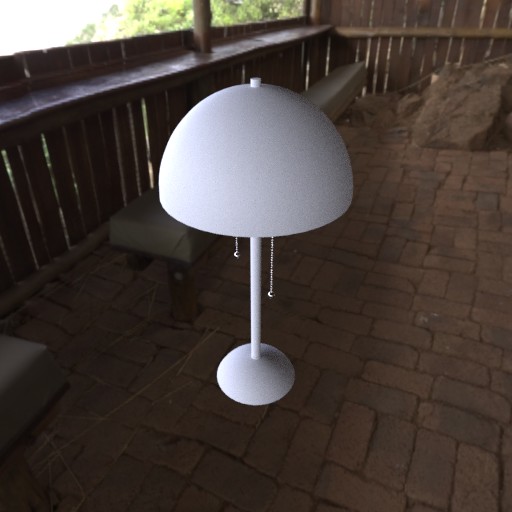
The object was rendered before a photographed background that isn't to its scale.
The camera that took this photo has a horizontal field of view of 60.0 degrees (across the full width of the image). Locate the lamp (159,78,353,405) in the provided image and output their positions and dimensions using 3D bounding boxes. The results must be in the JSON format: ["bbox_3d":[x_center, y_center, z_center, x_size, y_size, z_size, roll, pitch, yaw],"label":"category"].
[{"bbox_3d":[0.000,0.000,0.437,0.171,0.330,0.171,0,32,0],"label":"lamp"}]
